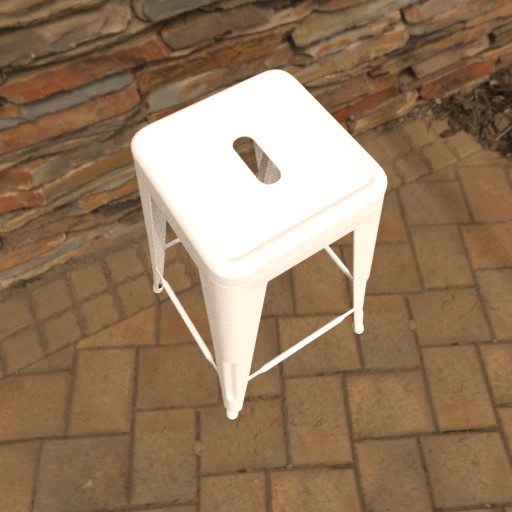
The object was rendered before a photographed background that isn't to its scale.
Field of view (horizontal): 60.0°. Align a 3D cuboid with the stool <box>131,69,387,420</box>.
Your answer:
[{"bbox_3d":[0.000,0.000,0.886,0.406,0.610,0.406,-30,67,-14],"label":"stool"}]
